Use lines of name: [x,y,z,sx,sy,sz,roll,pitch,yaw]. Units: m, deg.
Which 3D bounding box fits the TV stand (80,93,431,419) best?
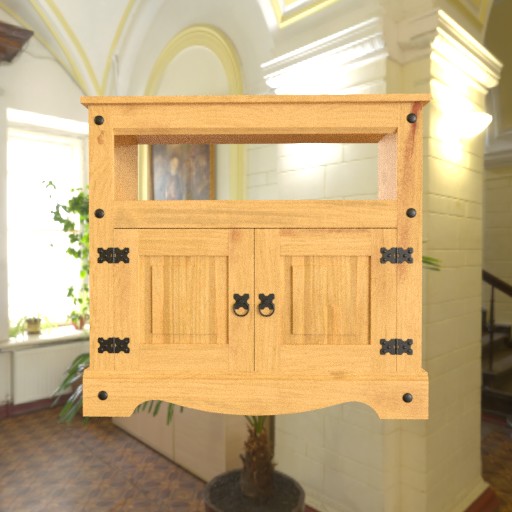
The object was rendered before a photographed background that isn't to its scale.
TV stand: [0.000,0.000,1.291,0.851,0.787,0.430,0,1,1]
